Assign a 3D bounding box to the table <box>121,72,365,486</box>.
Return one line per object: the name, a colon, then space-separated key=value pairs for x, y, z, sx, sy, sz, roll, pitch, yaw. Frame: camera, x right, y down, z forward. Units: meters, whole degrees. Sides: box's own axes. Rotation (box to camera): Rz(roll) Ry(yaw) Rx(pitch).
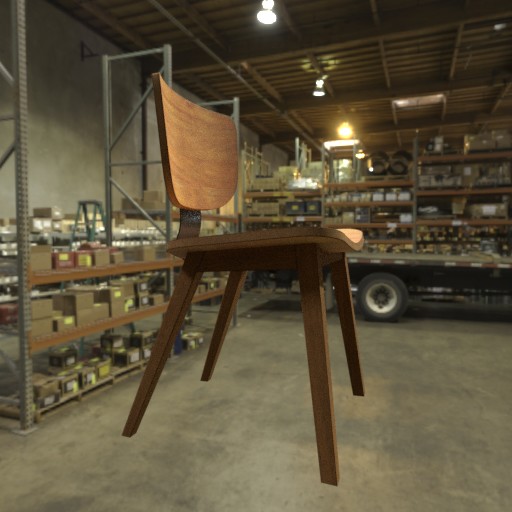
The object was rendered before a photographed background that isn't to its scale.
table: x=0.000 y=0.000 z=1.100 sx=0.500 sy=0.805 sz=0.499 roll=1 pitch=3 yaw=19
